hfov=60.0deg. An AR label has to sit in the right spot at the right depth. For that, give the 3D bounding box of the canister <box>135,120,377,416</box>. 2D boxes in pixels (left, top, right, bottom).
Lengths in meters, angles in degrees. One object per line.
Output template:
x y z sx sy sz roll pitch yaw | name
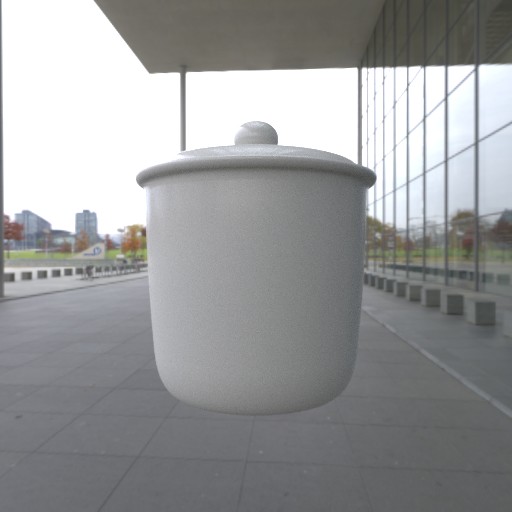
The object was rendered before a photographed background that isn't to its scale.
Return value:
0.000 0.000 0.346 0.182 0.208 0.182 0 0 0 | canister
